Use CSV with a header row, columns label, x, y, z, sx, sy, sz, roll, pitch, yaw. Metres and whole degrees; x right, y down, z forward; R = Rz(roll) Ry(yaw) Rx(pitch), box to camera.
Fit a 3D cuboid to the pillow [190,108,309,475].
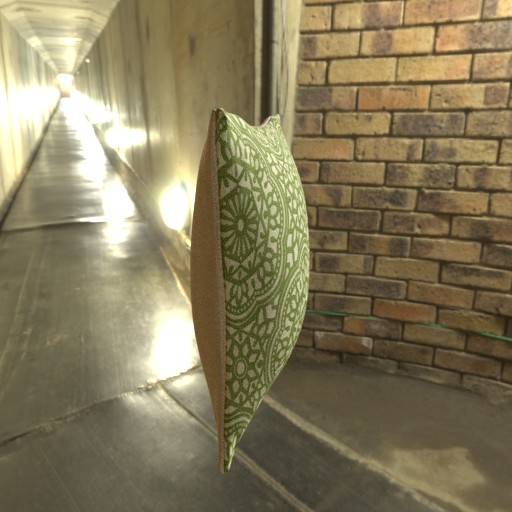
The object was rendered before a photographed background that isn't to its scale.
label,x,y,z,sx,sy,sz,roll,pitch,yaw
pillow,0.000,0.000,0.674,0.162,0.419,0.440,3,17,10
